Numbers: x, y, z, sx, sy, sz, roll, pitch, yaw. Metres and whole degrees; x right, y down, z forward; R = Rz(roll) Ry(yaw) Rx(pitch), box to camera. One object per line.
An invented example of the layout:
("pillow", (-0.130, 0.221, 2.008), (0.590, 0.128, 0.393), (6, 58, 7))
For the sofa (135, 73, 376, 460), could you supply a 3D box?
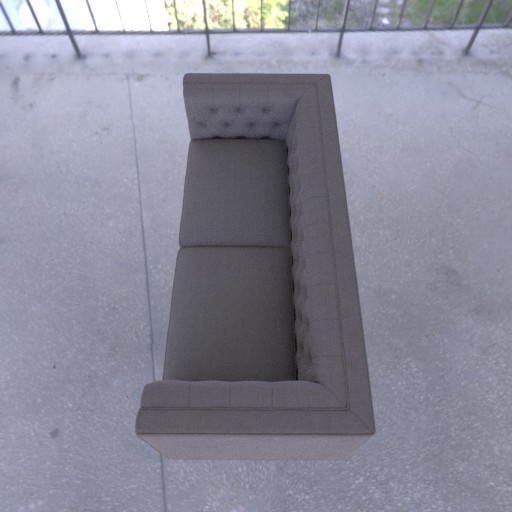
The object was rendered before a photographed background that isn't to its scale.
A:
("sofa", (0.000, 0.000, 2.177), (0.775, 0.762, 1.778), (0, 59, 0))
